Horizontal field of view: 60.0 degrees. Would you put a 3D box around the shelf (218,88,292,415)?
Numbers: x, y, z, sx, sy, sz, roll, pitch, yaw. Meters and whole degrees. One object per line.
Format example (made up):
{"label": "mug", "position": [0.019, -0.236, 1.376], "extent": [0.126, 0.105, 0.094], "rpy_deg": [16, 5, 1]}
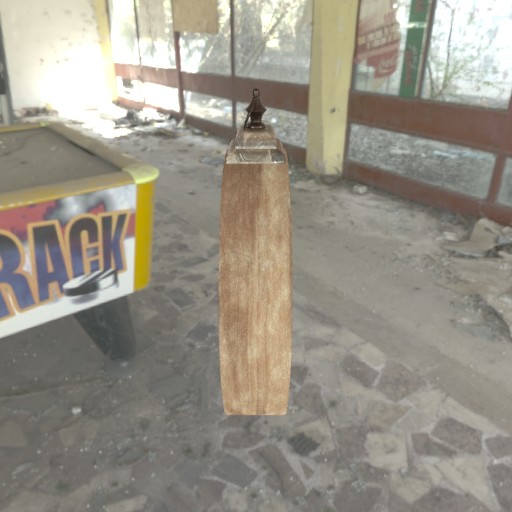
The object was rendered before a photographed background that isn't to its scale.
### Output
{"label": "shelf", "position": [0.000, 0.000, 1.019], "extent": [0.125, 0.725, 0.601], "rpy_deg": [0, 26, 0]}
